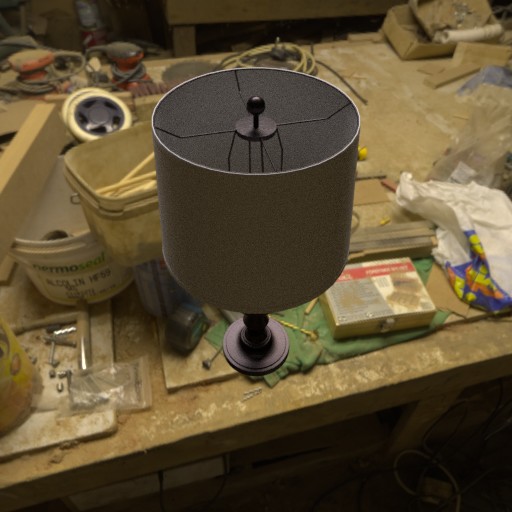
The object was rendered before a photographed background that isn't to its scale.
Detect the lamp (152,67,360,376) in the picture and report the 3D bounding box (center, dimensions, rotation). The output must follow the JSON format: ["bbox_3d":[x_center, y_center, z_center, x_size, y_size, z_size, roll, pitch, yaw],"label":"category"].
[{"bbox_3d":[0.000,0.000,0.957,0.383,0.726,0.383,0,47,0],"label":"lamp"}]
